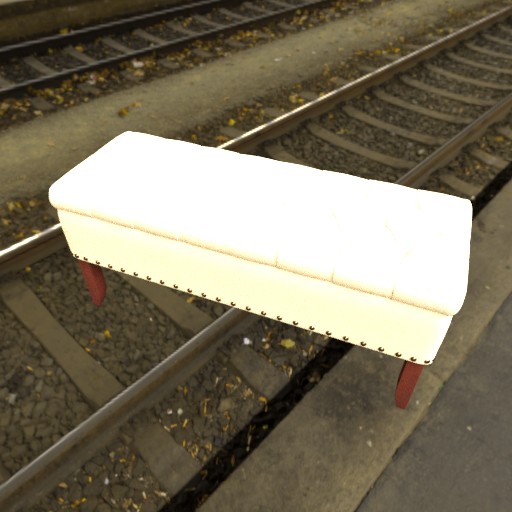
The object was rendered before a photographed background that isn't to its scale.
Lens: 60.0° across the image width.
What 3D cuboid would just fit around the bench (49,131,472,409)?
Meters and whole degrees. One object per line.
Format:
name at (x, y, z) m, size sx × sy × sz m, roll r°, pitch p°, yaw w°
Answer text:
bench at (0.000, 0.000, 1.296) m, size 1.054 × 0.470 × 0.400 m, roll 15°, pitch 44°, yaw 16°
